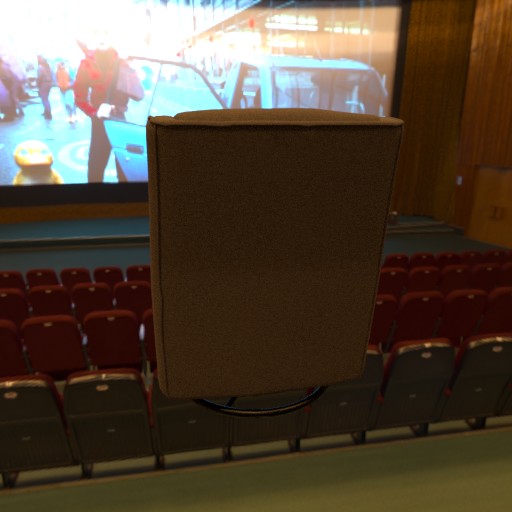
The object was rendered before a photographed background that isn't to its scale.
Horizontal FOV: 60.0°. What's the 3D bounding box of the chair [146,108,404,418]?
[{"bbox_3d":[0.000,0.000,1.606,0.732,0.993,0.879,-3,16,-10],"label":"chair"}]
